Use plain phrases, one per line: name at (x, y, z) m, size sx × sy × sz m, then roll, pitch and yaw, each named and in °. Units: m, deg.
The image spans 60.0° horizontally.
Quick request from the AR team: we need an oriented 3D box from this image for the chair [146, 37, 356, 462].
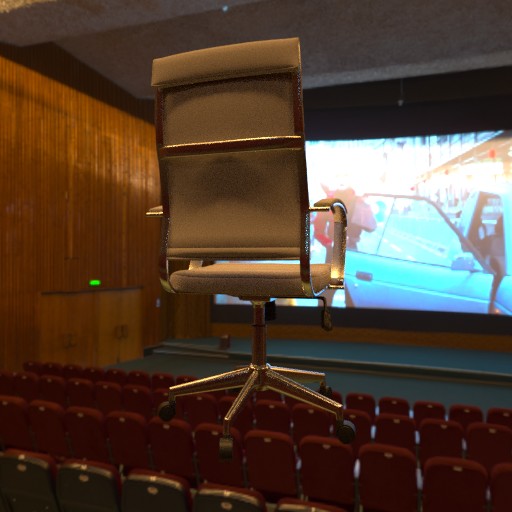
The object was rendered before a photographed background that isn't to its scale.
chair at (0.000, 0.000, 1.518) m, size 0.679 × 1.149 × 0.667 m, roll 0°, pitch 0°, yaw 18°
